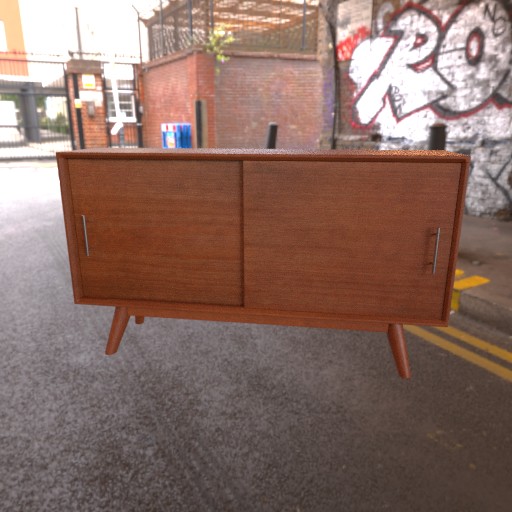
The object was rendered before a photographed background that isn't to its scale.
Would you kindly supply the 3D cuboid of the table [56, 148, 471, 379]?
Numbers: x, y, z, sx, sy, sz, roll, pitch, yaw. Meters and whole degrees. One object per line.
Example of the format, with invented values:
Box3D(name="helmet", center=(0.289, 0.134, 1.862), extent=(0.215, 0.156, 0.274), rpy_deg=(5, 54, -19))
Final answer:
Box3D(name="table", center=(0.000, 0.000, 1.513), extent=(1.220, 0.698, 0.308), rpy_deg=(2, 17, 8))
